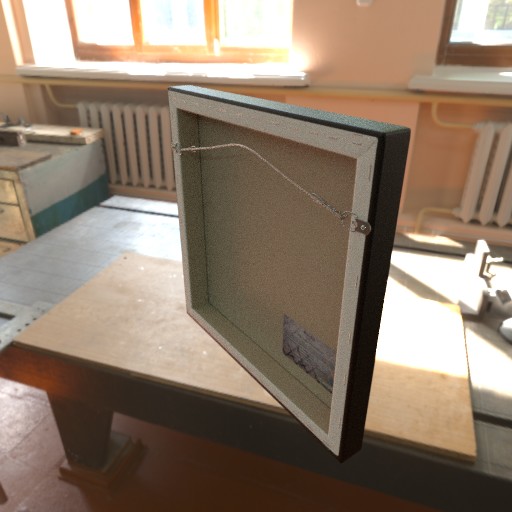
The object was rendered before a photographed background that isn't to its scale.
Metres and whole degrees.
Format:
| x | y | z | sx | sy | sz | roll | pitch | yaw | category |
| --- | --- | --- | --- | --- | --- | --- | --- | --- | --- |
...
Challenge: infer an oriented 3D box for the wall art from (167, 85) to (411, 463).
| x | y | z | sx | sy | sz | roll | pitch | yaw | category |
| --- | --- | --- | --- | --- | --- | --- | --- | --- | --- |
| 0.000 | 0.000 | 0.612 | 0.041 | 0.407 | 0.406 | -18 | 32 | -31 | wall art |
